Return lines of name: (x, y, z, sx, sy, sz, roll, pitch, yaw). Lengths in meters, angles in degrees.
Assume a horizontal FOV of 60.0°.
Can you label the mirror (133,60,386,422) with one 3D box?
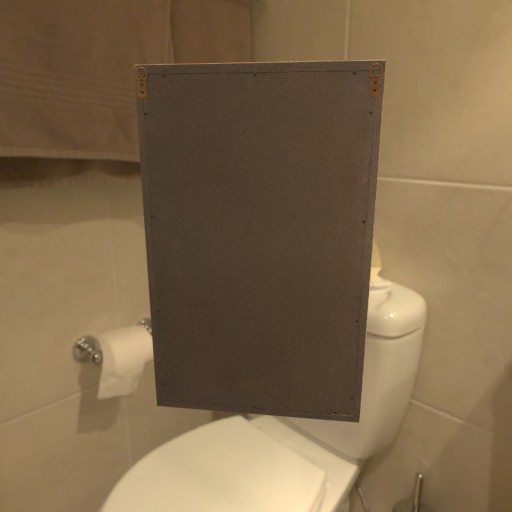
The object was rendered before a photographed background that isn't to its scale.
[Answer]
mirror: (0.000, 0.000, 0.978, 0.495, 0.787, 0.058, 2, 16, 7)
